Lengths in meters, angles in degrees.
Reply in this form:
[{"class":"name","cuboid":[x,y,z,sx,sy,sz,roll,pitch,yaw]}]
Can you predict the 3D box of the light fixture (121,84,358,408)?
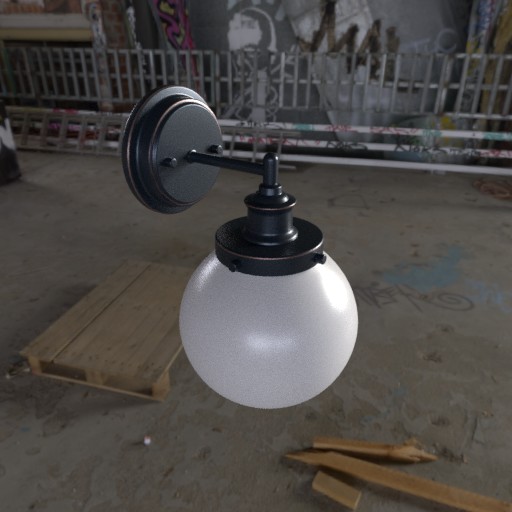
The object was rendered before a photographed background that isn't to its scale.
[{"class":"light fixture","cuboid":[0.000,0.000,0.475,0.230,0.332,0.197,17,31,31]}]
